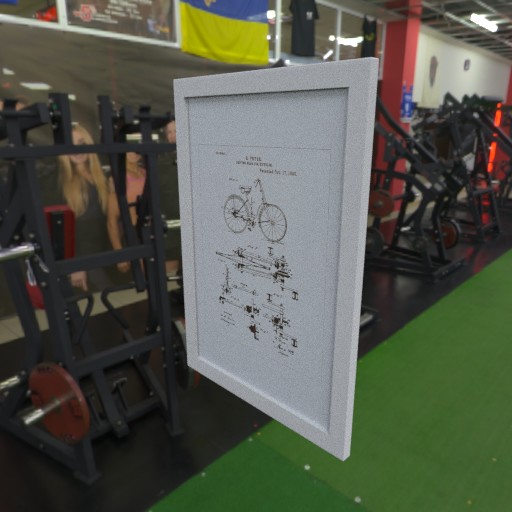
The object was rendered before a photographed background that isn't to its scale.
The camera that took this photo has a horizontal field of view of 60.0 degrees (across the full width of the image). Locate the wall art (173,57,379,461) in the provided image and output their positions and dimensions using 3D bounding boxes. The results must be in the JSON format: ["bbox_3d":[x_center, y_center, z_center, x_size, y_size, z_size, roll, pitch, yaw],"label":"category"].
[{"bbox_3d":[0.000,0.000,0.617,0.015,0.477,0.332,-16,23,-43],"label":"wall art"}]
